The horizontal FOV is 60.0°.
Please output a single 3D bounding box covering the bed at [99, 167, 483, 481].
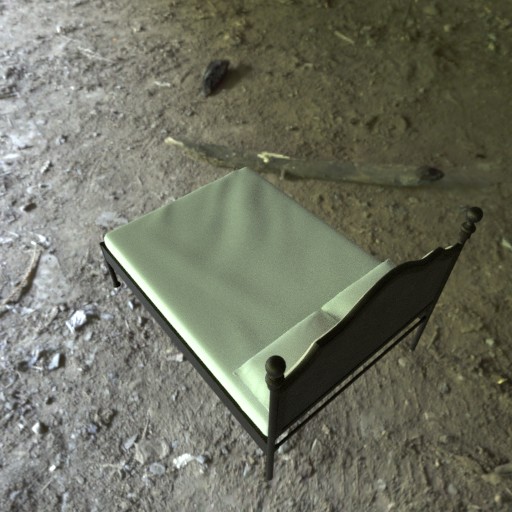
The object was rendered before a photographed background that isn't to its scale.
[{"bbox_3d":[0.000,0.000,3.318,1.642,1.499,2.224,-31,54,-26],"label":"bed"}]
